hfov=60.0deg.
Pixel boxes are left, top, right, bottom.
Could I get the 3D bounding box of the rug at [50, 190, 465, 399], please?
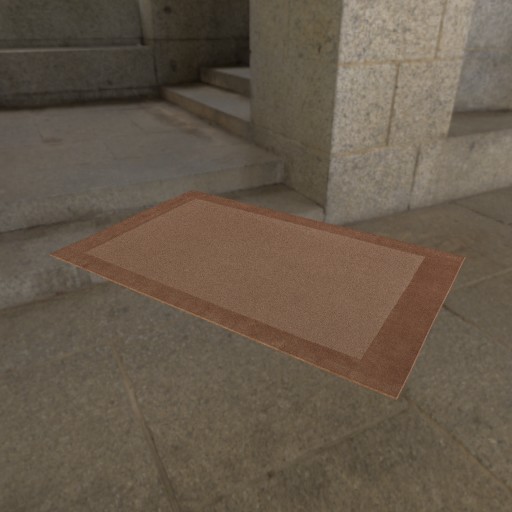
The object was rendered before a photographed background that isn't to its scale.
[{"bbox_3d":[0.000,0.000,3.064,2.438,0.014,1.524,17,33,28],"label":"rug"}]
